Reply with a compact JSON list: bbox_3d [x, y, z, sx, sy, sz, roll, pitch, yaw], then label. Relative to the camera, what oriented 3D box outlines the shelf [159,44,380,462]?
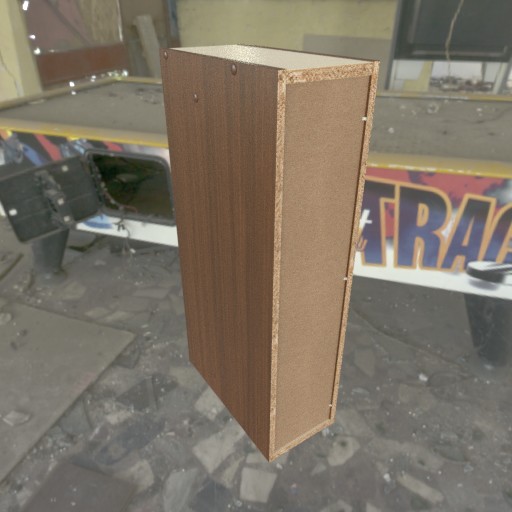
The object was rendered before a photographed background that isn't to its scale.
[{"bbox_3d":[0.000,0.000,0.719,0.147,0.600,0.290,-18,35,-29],"label":"shelf"}]
